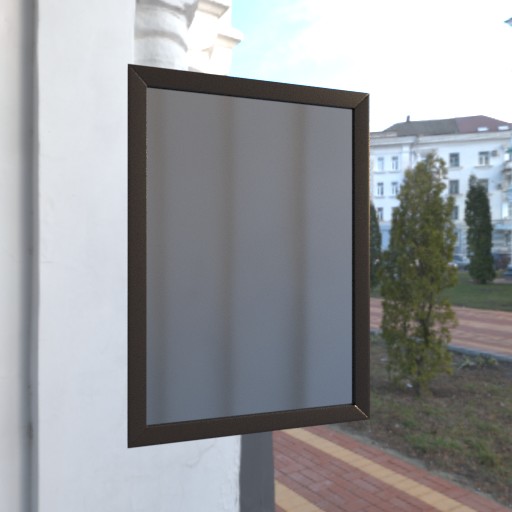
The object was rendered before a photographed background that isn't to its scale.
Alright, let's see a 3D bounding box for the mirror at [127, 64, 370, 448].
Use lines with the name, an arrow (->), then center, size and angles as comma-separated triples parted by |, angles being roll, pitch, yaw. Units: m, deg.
mirror -> 0.000, 0.000, 0.910 | 0.507, 0.710, 0.040 | 0, 0, -17
